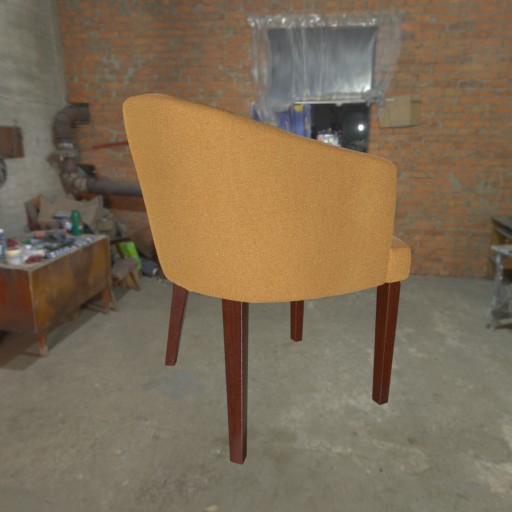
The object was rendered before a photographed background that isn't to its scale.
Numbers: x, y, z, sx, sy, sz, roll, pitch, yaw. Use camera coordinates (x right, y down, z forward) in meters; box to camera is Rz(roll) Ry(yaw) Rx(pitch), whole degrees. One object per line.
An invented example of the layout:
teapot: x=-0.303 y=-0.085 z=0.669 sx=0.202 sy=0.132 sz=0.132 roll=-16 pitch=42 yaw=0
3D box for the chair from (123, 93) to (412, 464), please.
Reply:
chair: x=0.000 y=0.000 z=1.226 sx=0.655 sy=0.811 sz=0.583 roll=-7 pitch=16 yaw=-26
